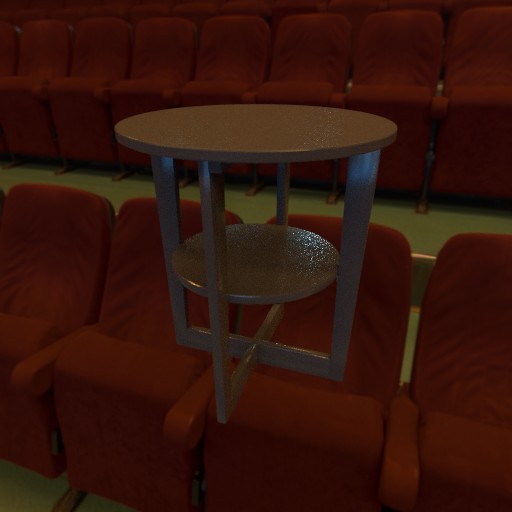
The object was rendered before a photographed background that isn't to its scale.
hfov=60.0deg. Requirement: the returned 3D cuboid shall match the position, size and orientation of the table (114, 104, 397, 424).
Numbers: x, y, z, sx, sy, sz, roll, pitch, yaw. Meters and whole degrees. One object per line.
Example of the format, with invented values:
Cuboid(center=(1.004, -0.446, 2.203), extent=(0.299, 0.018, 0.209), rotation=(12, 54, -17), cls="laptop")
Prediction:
Cuboid(center=(0.000, 0.000, 0.932), extent=(0.500, 0.550, 0.500), rotation=(0, 26, 0), cls="table")
